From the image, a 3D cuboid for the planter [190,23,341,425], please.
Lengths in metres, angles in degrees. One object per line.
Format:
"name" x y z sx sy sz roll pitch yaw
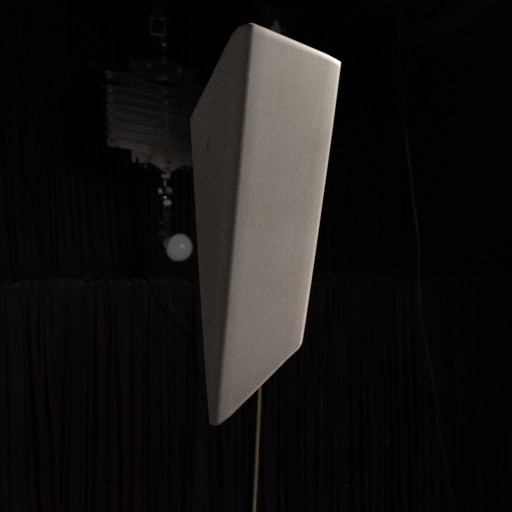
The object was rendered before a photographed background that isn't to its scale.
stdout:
"planter" 0.000 0.000 0.265 0.060 0.197 0.150 0 0 -17
